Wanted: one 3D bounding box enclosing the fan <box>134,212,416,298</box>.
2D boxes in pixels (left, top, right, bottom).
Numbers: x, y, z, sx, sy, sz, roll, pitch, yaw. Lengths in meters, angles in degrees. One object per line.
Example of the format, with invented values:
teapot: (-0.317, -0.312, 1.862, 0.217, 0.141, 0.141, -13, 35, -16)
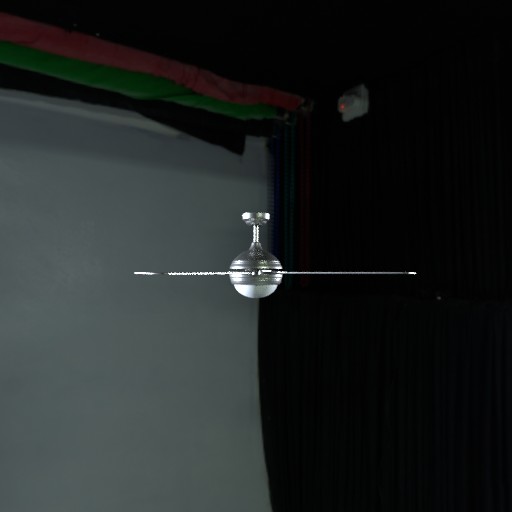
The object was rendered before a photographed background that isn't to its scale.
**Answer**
fan: (0.000, 0.000, 2.020, 1.321, 0.381, 1.321, 2, -3, -39)
